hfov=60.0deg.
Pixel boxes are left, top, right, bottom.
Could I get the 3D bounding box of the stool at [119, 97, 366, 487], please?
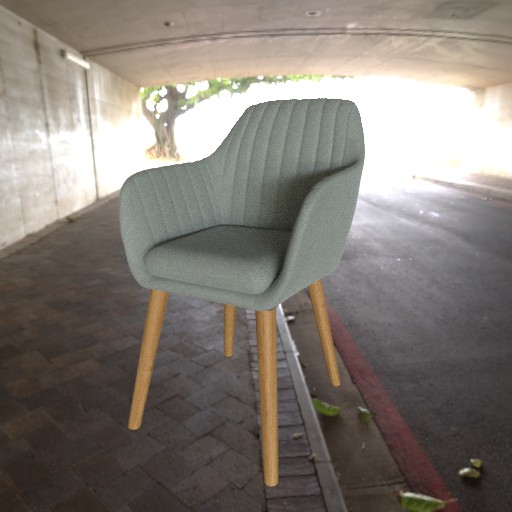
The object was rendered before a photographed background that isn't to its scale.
[{"bbox_3d":[0.000,0.000,1.174,0.503,0.830,0.590,8,17,28],"label":"stool"}]
